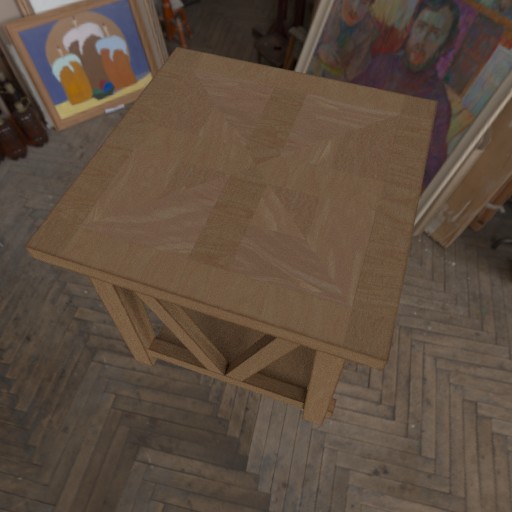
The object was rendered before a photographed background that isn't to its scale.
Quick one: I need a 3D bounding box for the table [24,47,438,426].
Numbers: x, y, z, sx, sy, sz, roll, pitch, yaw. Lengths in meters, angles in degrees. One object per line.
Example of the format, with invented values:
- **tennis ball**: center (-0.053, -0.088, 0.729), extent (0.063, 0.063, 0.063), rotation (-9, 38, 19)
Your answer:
- **table**: center (0.000, 0.000, 1.113), extent (0.612, 0.638, 0.610), rotation (16, 58, 10)
